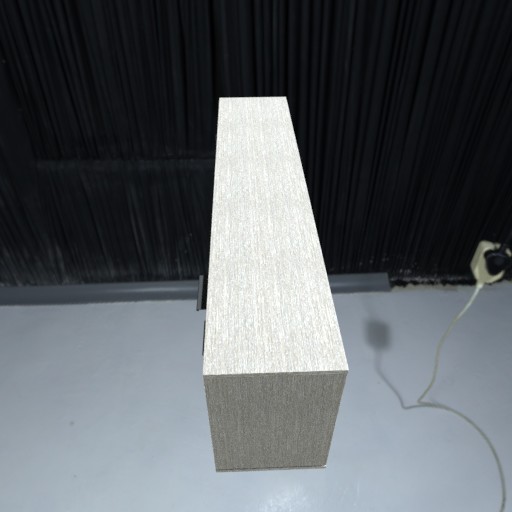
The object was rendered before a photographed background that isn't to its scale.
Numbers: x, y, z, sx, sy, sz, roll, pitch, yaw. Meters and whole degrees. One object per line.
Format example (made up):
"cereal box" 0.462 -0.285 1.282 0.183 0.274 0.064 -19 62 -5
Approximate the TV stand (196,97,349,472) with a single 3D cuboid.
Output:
"TV stand" 0.000 0.000 2.063 0.405 0.787 1.804 -1 41 -2
